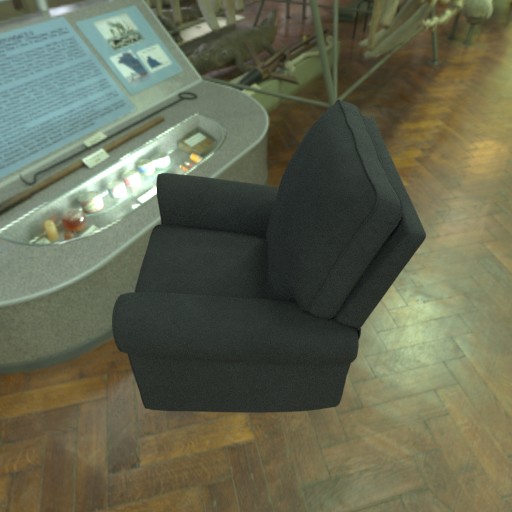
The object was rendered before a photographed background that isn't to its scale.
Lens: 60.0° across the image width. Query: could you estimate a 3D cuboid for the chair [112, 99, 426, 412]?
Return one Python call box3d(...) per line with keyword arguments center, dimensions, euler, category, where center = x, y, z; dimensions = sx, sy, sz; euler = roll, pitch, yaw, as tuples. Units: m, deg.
box3d(center=(0.000, 0.000, 1.648), dimensions=(0.878, 0.961, 0.890), euler=(0, 41, 0), category="chair")
